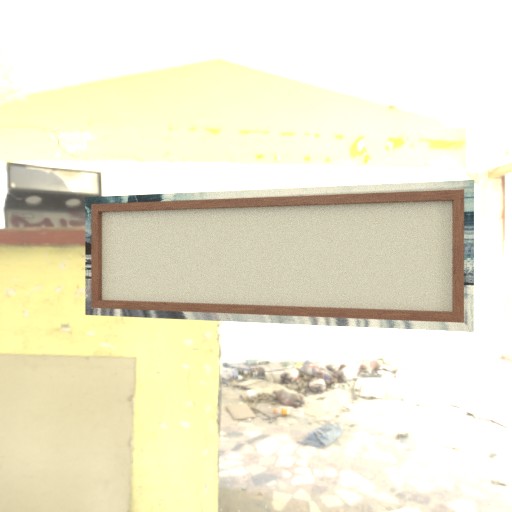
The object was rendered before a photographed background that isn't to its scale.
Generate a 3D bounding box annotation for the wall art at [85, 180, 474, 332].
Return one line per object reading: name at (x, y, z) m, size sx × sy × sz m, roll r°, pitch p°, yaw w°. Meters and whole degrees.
wall art at (0.000, 0.000, 1.707) m, size 1.524 × 0.509 × 0.037 m, roll 0°, pitch 0°, yaw 17°
